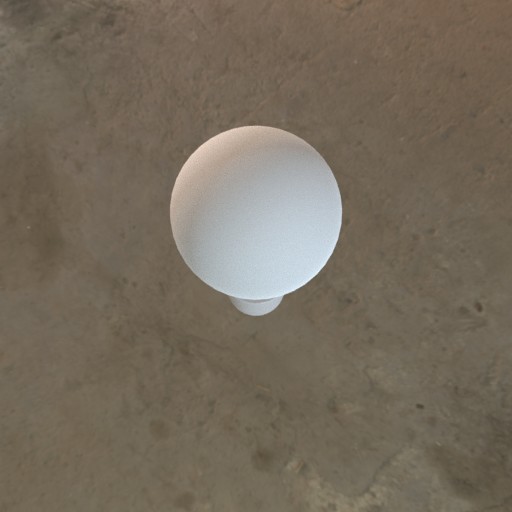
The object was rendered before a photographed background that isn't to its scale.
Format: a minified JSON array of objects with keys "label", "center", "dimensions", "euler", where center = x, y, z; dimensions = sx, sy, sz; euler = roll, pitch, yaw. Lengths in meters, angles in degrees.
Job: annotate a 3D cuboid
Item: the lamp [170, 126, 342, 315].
[{"label":"lamp","center":[0.000,0.000,0.560],"dimensions":[0.153,0.480,0.153],"euler":[0,77,0]}]
